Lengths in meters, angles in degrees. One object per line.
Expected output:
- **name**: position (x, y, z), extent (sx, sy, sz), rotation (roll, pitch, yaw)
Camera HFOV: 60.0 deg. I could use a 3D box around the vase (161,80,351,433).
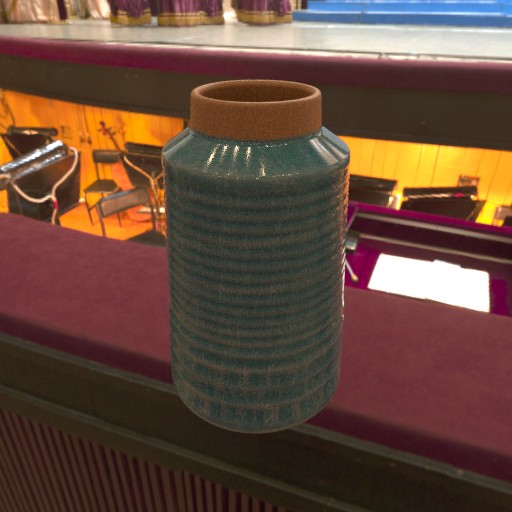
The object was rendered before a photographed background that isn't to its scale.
- **vase**: position (0.000, 0.000, 0.375), extent (0.163, 0.267, 0.163), rotation (0, 30, 0)
